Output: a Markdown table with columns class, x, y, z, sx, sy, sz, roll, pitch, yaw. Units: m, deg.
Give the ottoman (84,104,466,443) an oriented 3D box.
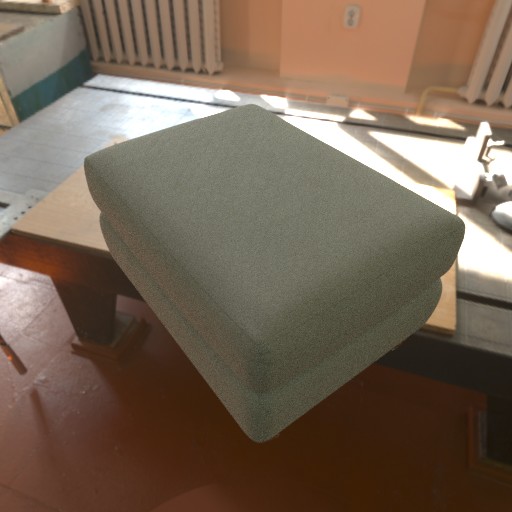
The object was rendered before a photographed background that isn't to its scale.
| class | x | y | z | sx | sy | sz | roll | pitch | yaw |
| --- | --- | --- | --- | --- | --- | --- | --- | --- | --- |
| ottoman | 0.000 | 0.000 | 1.146 | 0.569 | 0.504 | 0.773 | -26 | 48 | -26 |
